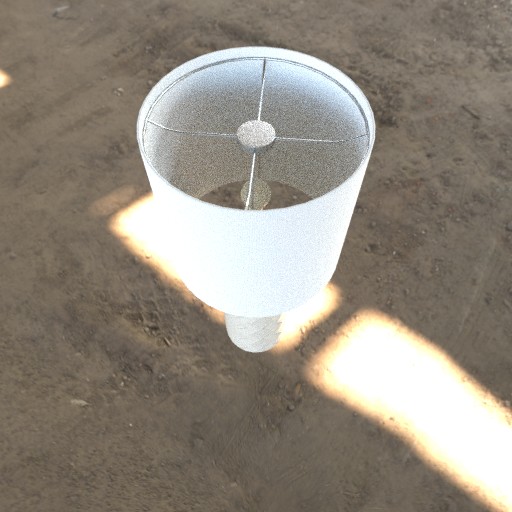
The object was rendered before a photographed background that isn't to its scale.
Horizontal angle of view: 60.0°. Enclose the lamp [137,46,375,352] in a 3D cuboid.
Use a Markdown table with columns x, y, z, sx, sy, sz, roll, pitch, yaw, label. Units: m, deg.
| x | y | z | sx | sy | sz | roll | pitch | yaw | label |
| --- | --- | --- | --- | --- | --- | --- | --- | --- | --- |
| 0.000 | 0.000 | 0.582 | 0.207 | 0.461 | 0.207 | 4 | 59 | 3 | lamp |
